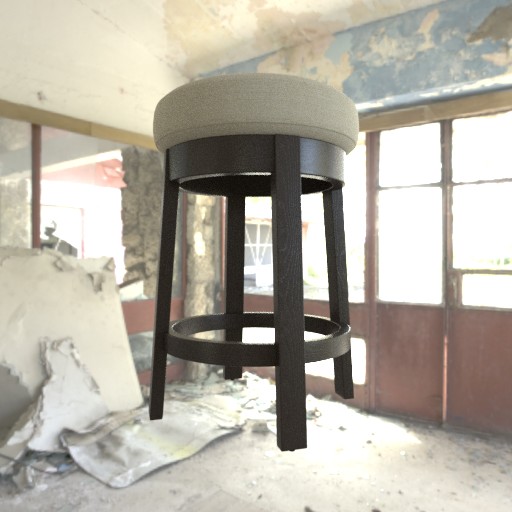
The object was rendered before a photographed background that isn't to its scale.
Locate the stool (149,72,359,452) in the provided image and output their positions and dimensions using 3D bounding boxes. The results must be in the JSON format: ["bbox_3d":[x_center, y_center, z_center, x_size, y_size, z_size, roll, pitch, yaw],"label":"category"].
[{"bbox_3d":[0.000,0.000,0.952,0.449,0.655,0.449,0,1,0],"label":"stool"}]
